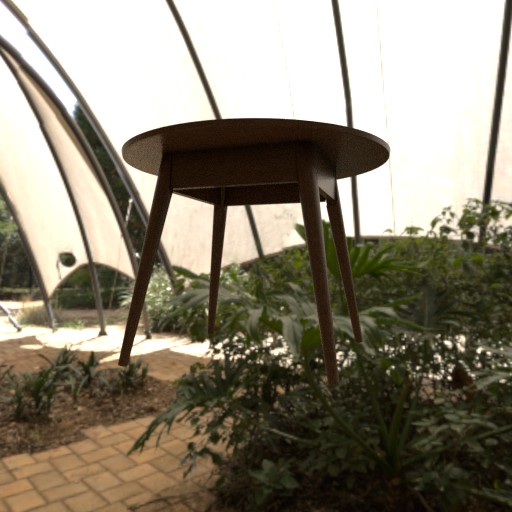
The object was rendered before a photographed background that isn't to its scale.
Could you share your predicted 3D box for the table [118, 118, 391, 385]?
[{"bbox_3d":[0.000,0.000,1.804,1.053,0.786,1.053,0,-1,0],"label":"table"}]
